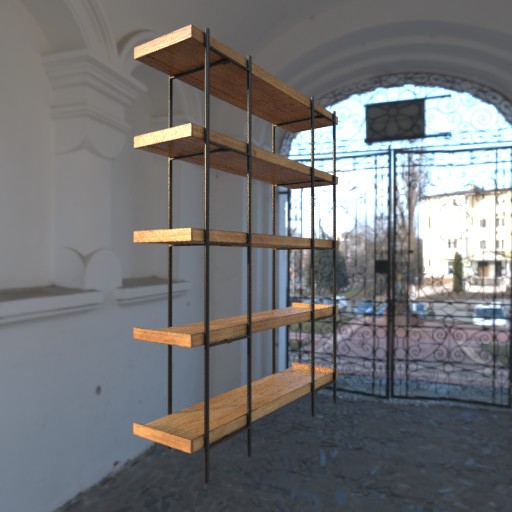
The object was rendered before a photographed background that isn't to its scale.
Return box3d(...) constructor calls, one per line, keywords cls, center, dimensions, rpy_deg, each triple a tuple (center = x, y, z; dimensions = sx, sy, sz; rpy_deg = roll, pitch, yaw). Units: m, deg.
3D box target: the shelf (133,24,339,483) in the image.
box3d(cls="shelf", center=(0.000, 0.000, 2.384), dimensions=(0.379, 1.826, 1.371), rpy_deg=(0, -1, 35))
